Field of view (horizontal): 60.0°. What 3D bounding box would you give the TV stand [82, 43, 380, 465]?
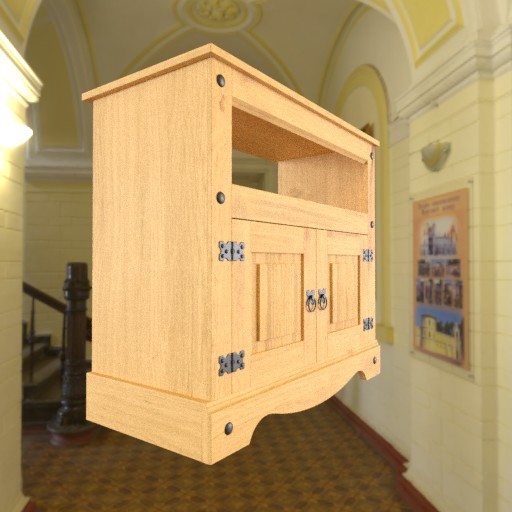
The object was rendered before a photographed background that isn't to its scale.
[{"bbox_3d":[0.000,0.000,1.292,0.430,0.787,0.851,-1,-1,37],"label":"TV stand"}]
